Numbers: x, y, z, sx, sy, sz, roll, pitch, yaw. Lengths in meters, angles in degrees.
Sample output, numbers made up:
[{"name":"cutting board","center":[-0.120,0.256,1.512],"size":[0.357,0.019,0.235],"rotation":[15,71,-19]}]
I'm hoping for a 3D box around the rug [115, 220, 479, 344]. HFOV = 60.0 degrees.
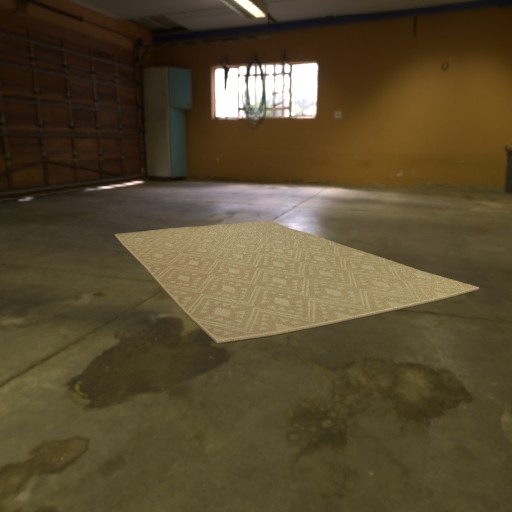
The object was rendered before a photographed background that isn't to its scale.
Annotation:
[{"name":"rug","center":[0.000,0.000,3.150],"size":[1.553,0.053,2.430],"rotation":[-7,16,-25]}]
